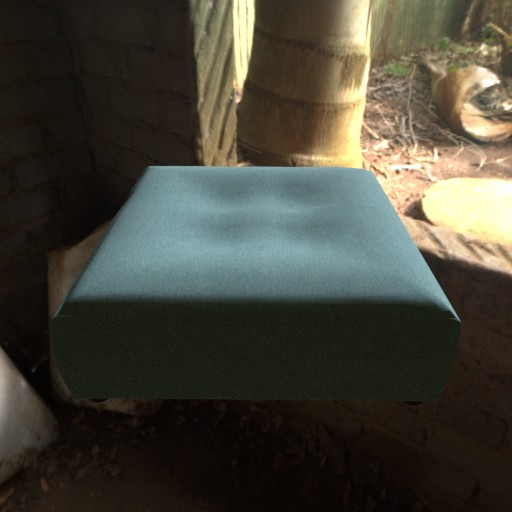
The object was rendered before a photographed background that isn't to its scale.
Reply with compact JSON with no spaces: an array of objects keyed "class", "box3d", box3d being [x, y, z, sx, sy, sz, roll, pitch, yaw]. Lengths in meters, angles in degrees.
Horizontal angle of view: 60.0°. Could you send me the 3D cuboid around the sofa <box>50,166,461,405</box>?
[{"class":"sofa","box3d":[0.000,0.000,1.425,0.930,0.330,0.930,0,32,1]}]
